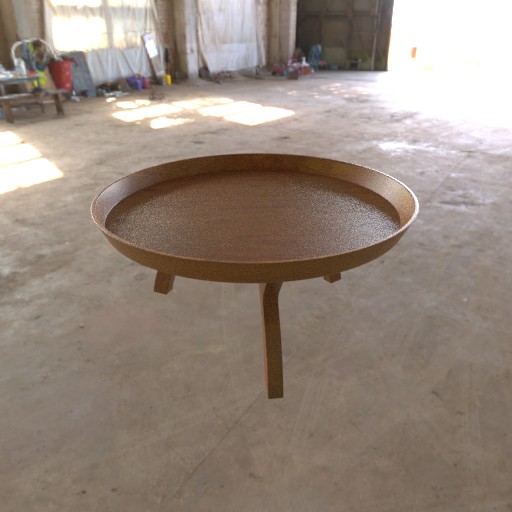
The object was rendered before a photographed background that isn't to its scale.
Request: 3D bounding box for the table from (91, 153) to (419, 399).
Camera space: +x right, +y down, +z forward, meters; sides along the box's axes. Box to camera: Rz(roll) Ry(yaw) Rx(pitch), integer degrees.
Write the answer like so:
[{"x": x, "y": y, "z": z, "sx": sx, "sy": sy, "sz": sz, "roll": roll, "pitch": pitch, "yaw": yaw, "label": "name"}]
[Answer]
[{"x": 0.000, "y": 0.000, "z": 1.538, "sx": 1.016, "sy": 0.470, "sz": 1.016, "roll": 0, "pitch": 27, "yaw": 0, "label": "table"}]
